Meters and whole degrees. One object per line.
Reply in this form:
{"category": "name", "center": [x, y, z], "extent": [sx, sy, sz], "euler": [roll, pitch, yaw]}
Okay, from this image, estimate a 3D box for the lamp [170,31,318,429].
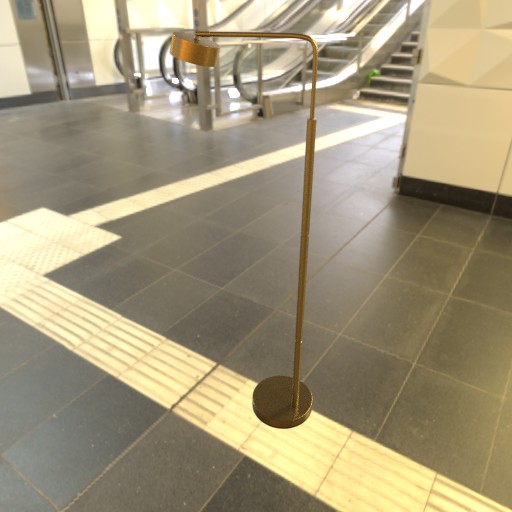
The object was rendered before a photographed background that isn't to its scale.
{"category": "lamp", "center": [0.000, 0.000, 1.359], "extent": [0.418, 1.230, 0.219], "euler": [7, 30, 13]}
